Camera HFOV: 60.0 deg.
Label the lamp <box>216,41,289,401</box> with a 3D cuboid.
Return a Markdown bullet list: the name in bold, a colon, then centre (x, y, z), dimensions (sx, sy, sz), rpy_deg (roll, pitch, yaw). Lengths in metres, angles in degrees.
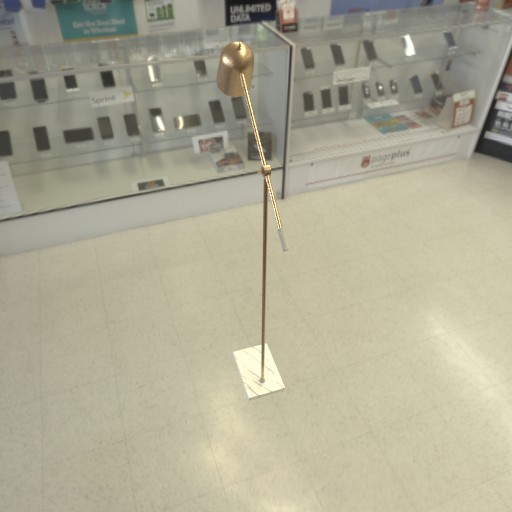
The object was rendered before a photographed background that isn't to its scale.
- **lamp**: centre (0.000, 0.000, 1.867), dimensions (0.194, 1.594, 0.653), rpy_deg (-12, 43, -13)
